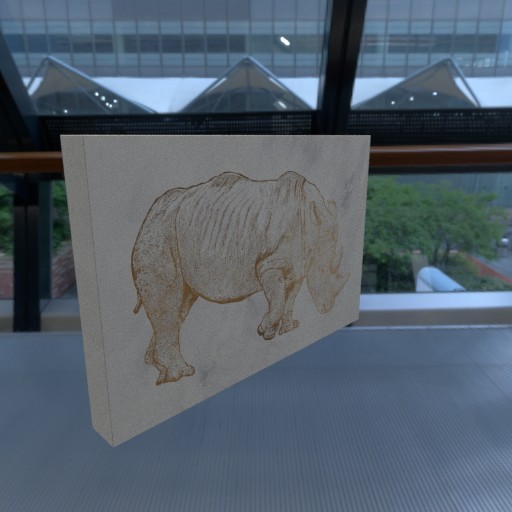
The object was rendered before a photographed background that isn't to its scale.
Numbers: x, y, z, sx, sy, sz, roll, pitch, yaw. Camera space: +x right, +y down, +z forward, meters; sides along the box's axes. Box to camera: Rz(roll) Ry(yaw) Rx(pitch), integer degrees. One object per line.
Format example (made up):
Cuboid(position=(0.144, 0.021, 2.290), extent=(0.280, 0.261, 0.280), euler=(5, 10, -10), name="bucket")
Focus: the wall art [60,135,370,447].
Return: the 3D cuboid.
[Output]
Cuboid(position=(0.000, 0.000, 0.484), extent=(0.038, 0.254, 0.381), euler=(14, 21, 43), name="wall art")
